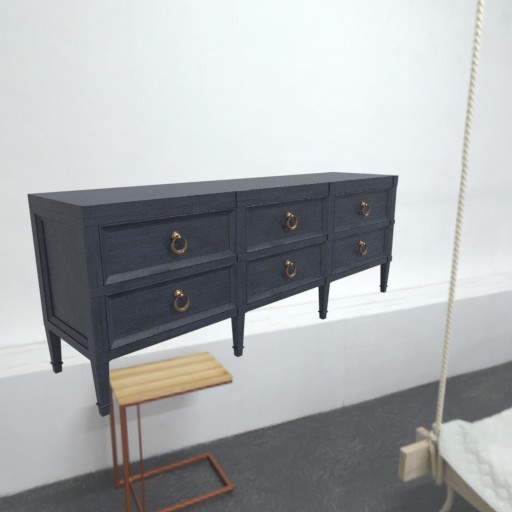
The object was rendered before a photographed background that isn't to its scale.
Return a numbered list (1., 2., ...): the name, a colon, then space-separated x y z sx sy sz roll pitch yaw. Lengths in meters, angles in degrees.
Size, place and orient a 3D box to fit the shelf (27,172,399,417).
1. shelf: 0.000 0.000 2.181 1.878 0.715 0.471 -14 19 -43
